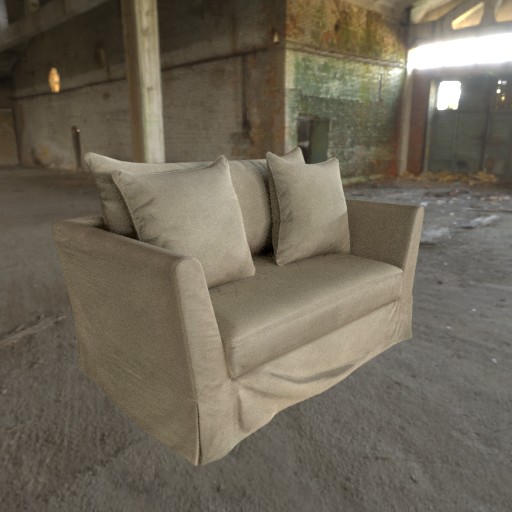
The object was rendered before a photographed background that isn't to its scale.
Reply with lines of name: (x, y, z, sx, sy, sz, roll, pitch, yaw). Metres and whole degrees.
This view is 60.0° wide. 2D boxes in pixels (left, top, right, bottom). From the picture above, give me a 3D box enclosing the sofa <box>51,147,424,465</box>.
sofa: (0.000, 0.000, 2.217, 1.608, 1.040, 1.035, -14, 20, -43)
